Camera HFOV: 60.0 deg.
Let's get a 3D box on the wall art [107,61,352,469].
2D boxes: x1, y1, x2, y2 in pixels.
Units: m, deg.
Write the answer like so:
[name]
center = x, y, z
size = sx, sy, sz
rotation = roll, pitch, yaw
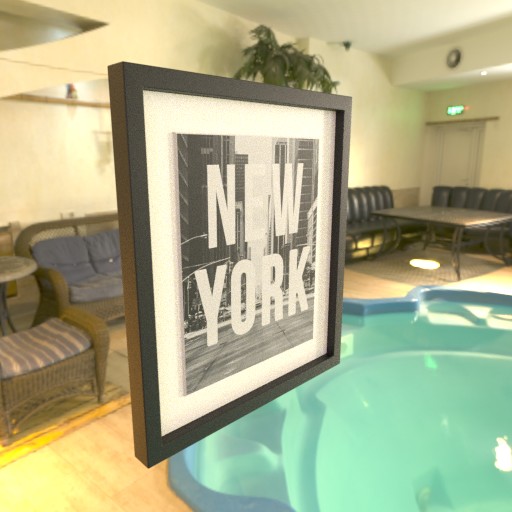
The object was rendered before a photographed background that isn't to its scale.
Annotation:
[wall art]
center = 0.000, 0.000, 0.522
size = 0.328, 0.381, 0.028
rotation = -12, 18, -43
